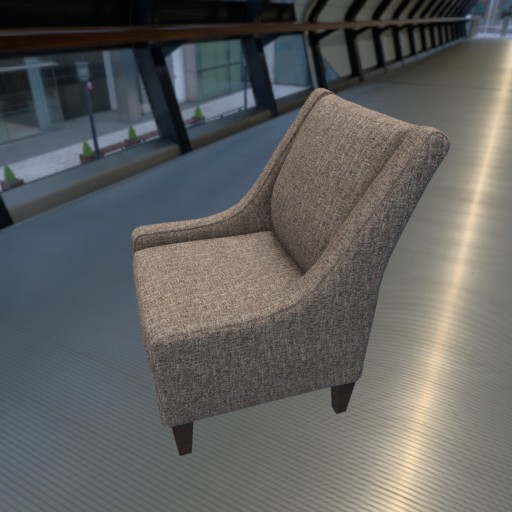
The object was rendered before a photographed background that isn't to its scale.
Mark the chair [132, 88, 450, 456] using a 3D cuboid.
[{"bbox_3d":[0.000,0.000,1.605,0.870,1.014,0.774,-9,31,-15],"label":"chair"}]
